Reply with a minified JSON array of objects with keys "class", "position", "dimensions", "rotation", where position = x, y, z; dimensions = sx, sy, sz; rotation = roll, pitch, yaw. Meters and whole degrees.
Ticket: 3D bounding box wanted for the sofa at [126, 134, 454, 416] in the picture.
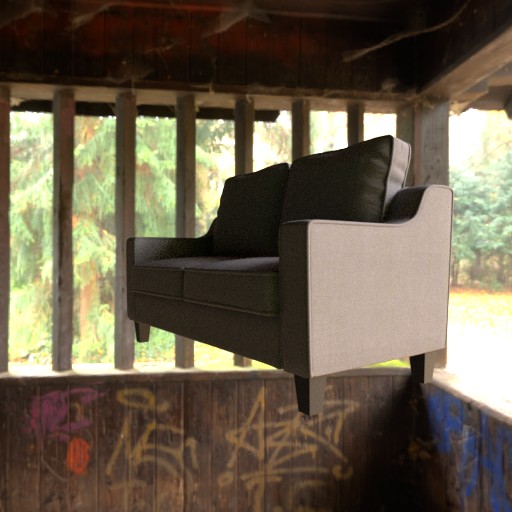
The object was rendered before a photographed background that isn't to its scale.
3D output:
[{"class":"sofa","position":[0.000,0.000,2.066],"dimensions":[0.791,0.948,1.500],"rotation":[0,0,-35]}]
